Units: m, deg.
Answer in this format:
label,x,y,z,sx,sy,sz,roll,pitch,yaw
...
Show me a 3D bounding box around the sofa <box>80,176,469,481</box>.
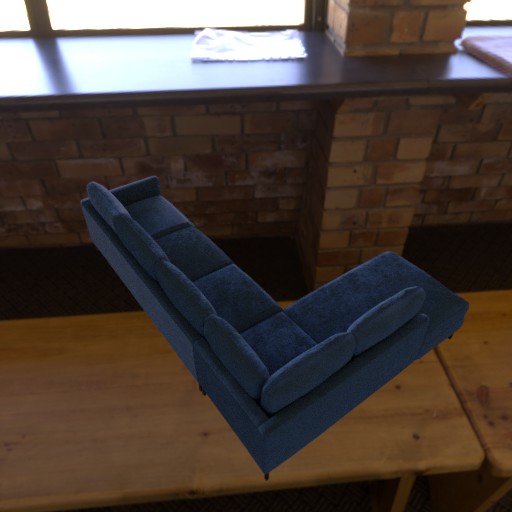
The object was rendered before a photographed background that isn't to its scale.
label,x,y,z,sx,sy,sz,roll,pitch,yaw
sofa,0.000,0.000,3.873,2.007,0.815,2.949,-26,47,-27
